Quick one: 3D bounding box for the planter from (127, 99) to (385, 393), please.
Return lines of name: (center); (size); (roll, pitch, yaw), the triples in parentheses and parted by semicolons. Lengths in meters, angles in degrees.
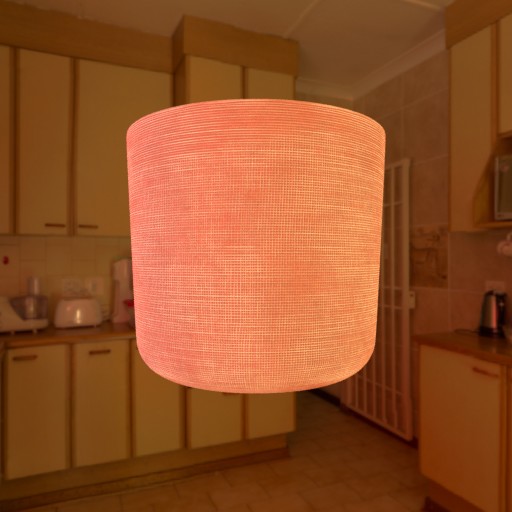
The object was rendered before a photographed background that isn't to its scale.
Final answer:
planter: (0.000, 0.000, 0.783); (0.440, 0.398, 0.440); (0, 0, 0)
